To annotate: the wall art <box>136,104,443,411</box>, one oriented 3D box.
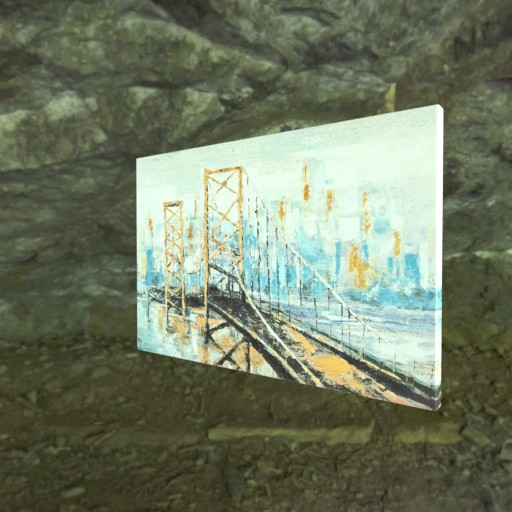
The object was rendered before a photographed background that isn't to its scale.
[{"bbox_3d":[0.000,0.000,1.158,0.913,0.609,0.038,1,1,36],"label":"wall art"}]
